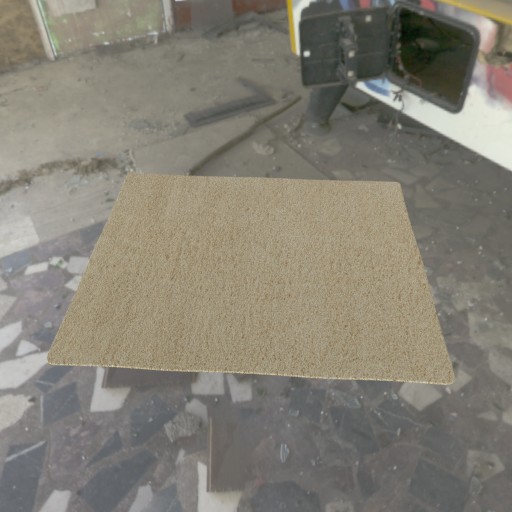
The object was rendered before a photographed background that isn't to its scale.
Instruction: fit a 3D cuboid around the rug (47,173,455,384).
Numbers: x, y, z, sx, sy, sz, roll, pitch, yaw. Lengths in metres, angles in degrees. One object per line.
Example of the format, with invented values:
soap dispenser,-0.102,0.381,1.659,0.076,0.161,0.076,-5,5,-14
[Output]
rug,0.000,0.000,4.047,3.001,0.025,2.401,2,46,2
